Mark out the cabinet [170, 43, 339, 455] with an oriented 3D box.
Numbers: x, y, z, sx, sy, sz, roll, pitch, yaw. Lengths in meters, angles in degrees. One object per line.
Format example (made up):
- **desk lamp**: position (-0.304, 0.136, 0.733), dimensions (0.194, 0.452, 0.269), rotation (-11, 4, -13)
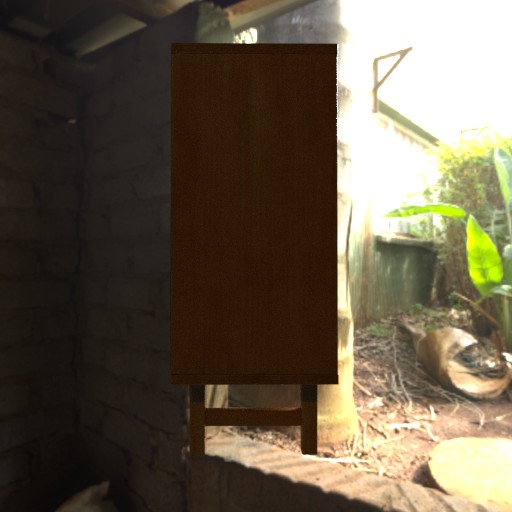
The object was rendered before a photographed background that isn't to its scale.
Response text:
- **cabinet**: position (0.000, 0.000, 1.446), dimensions (0.419, 1.001, 0.800), rotation (0, -1, 0)
